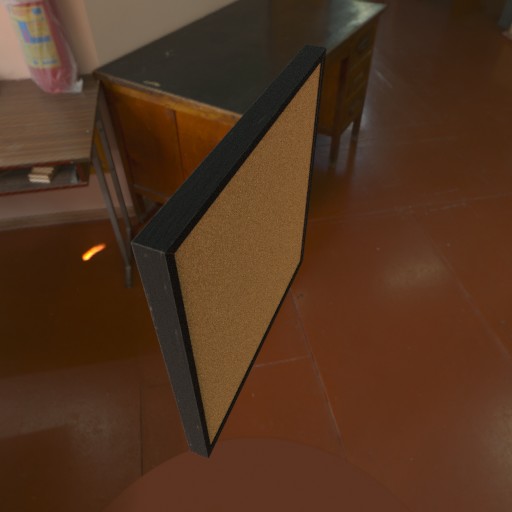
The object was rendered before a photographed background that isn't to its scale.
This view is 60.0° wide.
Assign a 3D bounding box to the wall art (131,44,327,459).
[{"bbox_3d":[0.000,0.000,0.744,0.036,0.506,0.506,17,48,16],"label":"wall art"}]
